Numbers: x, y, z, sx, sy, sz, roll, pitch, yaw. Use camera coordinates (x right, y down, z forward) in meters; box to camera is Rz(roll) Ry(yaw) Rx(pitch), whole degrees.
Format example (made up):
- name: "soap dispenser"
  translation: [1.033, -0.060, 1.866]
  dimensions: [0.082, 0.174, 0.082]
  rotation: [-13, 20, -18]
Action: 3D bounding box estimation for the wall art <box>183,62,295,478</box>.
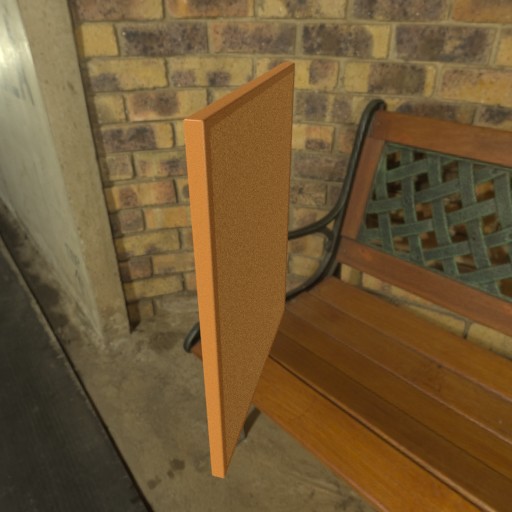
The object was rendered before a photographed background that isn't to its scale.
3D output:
- name: "wall art"
  translation: [0.000, 0.000, 0.512]
  dimensions: [0.015, 0.379, 0.310]
  rotation: [8, 31, 13]
